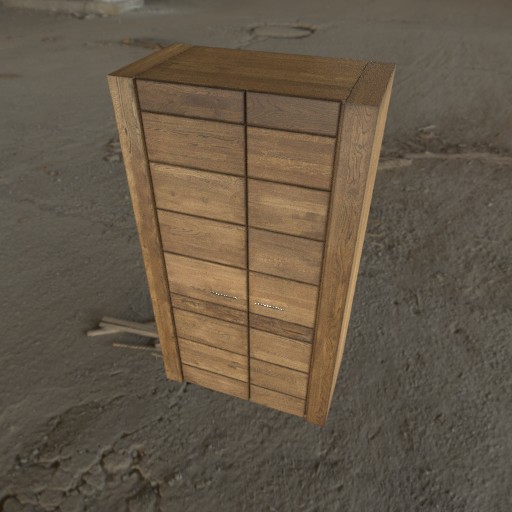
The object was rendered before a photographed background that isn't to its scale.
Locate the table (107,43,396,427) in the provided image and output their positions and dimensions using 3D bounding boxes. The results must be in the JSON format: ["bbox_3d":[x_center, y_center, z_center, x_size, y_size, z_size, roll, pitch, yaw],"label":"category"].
[{"bbox_3d":[0.000,0.000,2.489,1.100,2.000,0.600,12,40,15],"label":"table"}]
